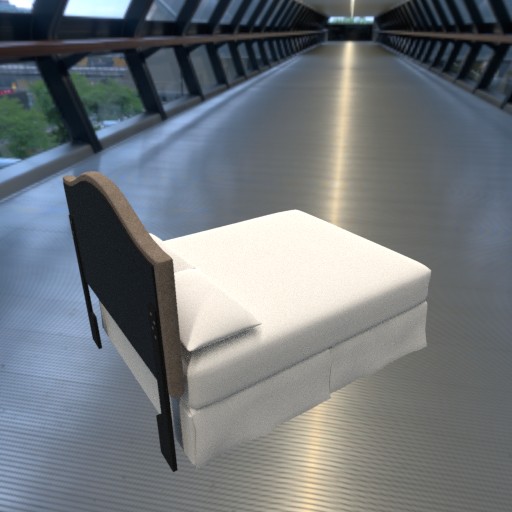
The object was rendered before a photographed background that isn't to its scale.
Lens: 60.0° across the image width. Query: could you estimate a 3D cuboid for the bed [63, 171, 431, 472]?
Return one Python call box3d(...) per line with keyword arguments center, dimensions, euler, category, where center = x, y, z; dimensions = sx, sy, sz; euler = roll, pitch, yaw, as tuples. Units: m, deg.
box3d(center=(0.000, 0.000, 3.246), dimensions=(2.153, 1.518, 1.713), euler=(-17, 31, -31), category="bed")
